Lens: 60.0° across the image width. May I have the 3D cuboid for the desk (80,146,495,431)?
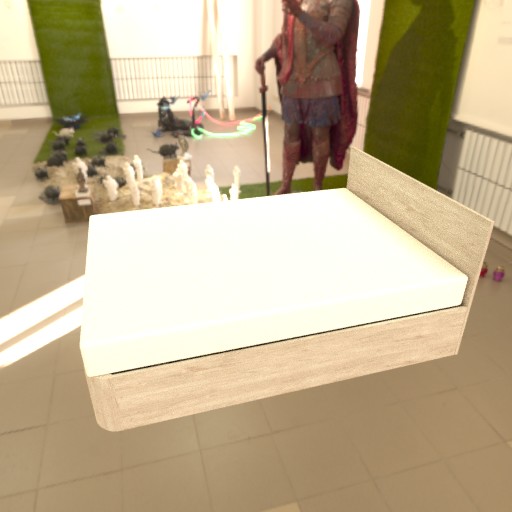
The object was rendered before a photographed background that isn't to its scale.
[{"bbox_3d":[0.000,0.000,2.605,1.900,0.800,1.400,-8,30,-15],"label":"desk"}]
